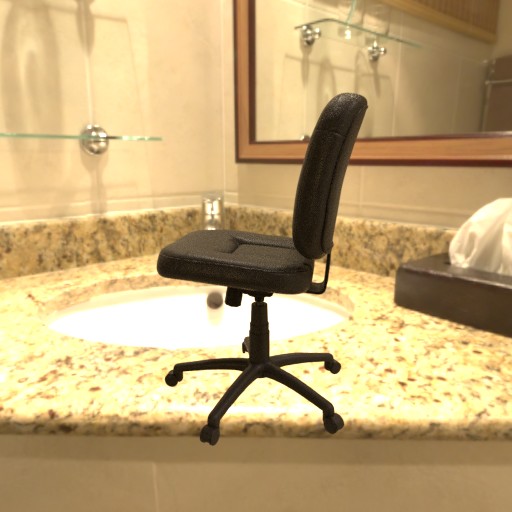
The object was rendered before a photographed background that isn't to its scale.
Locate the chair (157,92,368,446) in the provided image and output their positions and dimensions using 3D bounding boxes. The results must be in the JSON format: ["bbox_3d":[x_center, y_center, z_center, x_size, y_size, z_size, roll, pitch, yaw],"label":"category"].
[{"bbox_3d":[0.000,0.000,1.420,0.646,0.959,0.647,2,13,9],"label":"chair"}]
